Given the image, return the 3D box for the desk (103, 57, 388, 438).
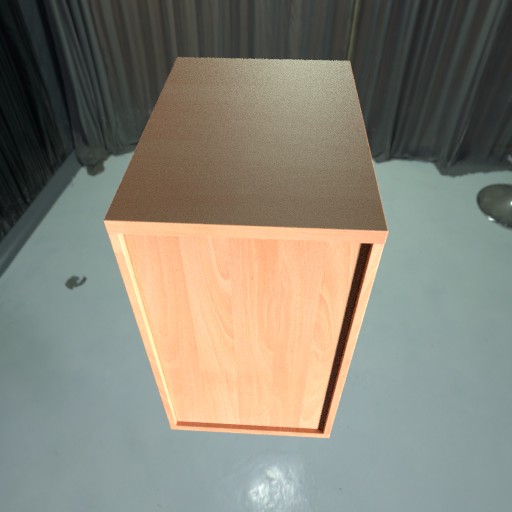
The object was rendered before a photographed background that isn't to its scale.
[{"bbox_3d":[0.000,0.000,1.095,0.404,0.730,0.600,2,46,2],"label":"desk"}]
